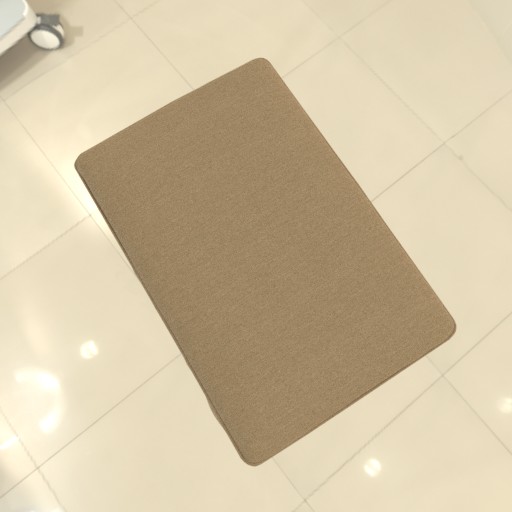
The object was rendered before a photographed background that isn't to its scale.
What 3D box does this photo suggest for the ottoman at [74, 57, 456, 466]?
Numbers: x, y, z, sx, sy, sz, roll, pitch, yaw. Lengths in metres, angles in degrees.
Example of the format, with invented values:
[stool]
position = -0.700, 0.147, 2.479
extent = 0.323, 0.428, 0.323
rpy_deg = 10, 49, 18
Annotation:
[ottoman]
position = 0.000, 0.000, 1.330
extent = 0.636, 0.521, 0.945
rpy_deg = -31, 78, -7
